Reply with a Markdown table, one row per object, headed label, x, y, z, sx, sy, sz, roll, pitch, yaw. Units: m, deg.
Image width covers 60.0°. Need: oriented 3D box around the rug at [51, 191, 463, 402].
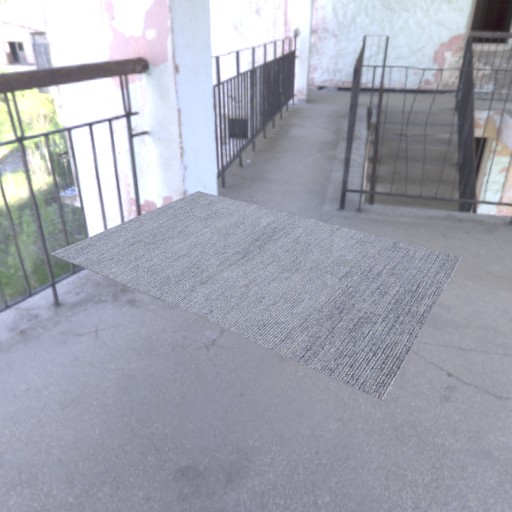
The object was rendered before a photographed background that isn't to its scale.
| label | x | y | z | sx | sy | sz | roll | pitch | yaw |
| --- | --- | --- | --- | --- | --- | --- | --- | --- | --- |
| rug | 0.000 | 0.000 | 2.276 | 1.789 | 0.021 | 1.159 | 18 | 33 | 30 |
